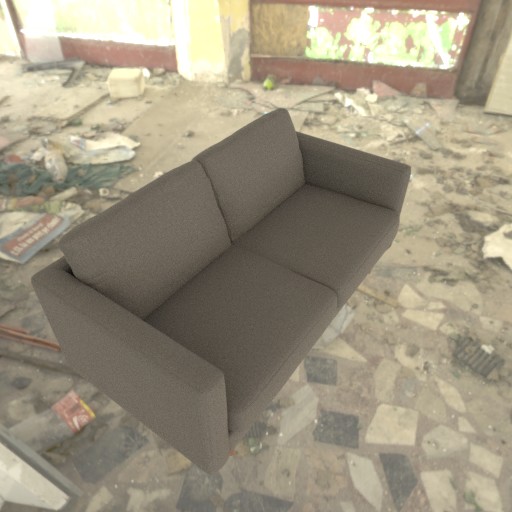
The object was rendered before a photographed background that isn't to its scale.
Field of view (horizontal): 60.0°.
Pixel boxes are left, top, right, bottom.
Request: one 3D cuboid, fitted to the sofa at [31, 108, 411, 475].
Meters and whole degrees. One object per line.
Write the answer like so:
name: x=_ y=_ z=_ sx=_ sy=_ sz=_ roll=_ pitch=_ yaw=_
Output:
sofa: x=0.000 y=0.000 z=2.165 sx=0.940 sy=0.866 sz=1.713 roll=25 pitch=47 yaw=26
